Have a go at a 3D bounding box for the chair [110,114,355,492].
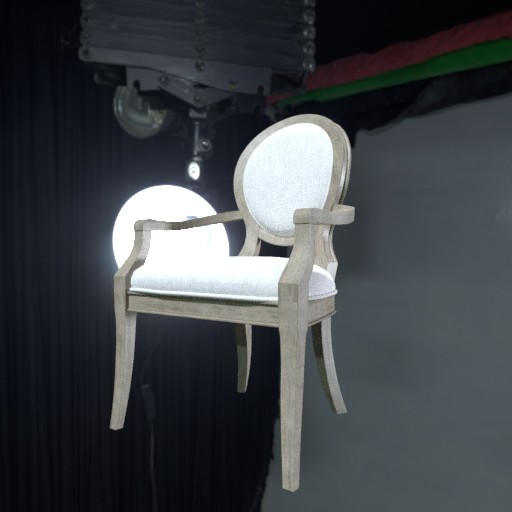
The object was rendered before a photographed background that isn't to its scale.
[{"bbox_3d":[0.000,0.000,1.350,0.611,0.991,0.602,0,0,35],"label":"chair"}]
